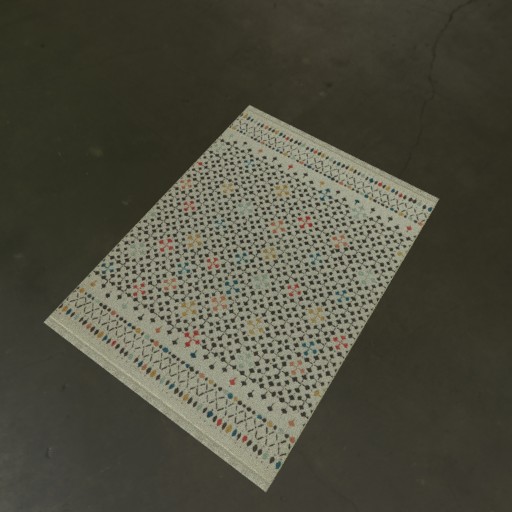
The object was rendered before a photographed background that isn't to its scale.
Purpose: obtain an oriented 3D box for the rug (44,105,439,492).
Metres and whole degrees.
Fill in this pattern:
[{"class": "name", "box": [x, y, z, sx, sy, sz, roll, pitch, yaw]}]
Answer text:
[{"class": "rug", "box": [0.000, 0.000, 4.218, 2.354, 0.007, 3.196, 31, 66, 15]}]
